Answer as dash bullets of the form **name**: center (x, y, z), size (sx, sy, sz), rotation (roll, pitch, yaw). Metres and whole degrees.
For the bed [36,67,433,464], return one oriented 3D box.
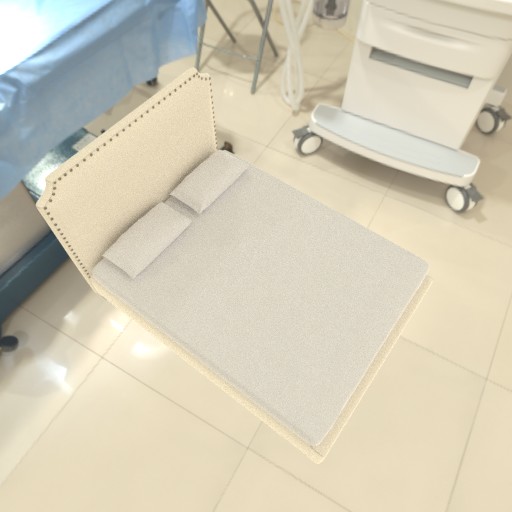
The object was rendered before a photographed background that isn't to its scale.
- **bed**: center (0.000, 0.000, 3.376), size (2.372, 1.497, 1.712), rotation (32, 63, 19)
